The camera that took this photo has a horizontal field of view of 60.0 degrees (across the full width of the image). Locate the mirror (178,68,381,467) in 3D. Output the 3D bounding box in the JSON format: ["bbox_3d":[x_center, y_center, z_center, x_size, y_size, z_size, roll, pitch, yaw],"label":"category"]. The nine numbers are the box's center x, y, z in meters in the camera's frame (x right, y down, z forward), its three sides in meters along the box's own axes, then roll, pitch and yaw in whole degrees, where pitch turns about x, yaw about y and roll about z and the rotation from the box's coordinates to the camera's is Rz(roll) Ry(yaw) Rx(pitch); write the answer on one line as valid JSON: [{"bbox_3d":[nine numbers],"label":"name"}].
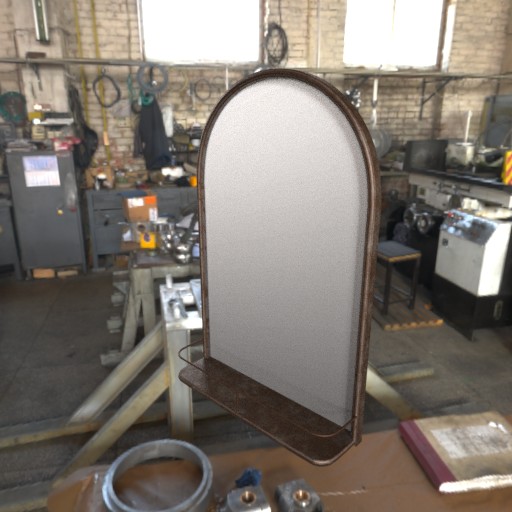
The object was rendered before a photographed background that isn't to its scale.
[{"bbox_3d":[0.000,0.000,0.975,0.510,0.770,0.137,16,23,41],"label":"mirror"}]
